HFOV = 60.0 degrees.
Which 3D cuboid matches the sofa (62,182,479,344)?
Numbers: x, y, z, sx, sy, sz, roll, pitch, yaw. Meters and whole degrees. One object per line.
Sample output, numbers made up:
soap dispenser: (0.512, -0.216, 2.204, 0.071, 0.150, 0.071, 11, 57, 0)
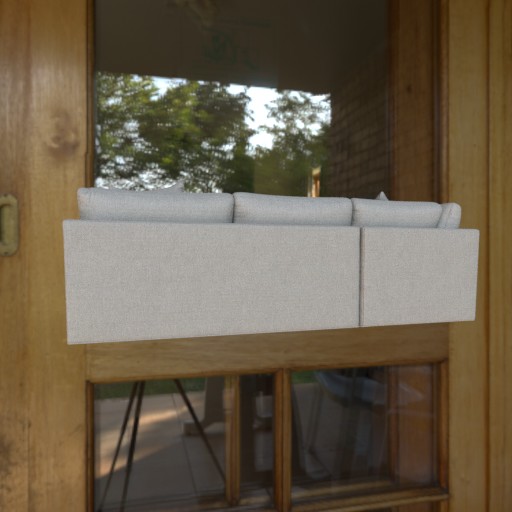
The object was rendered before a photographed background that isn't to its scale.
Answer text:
sofa: (0.000, 0.000, 3.811, 2.896, 0.978, 1.994, 0, 0, -19)
